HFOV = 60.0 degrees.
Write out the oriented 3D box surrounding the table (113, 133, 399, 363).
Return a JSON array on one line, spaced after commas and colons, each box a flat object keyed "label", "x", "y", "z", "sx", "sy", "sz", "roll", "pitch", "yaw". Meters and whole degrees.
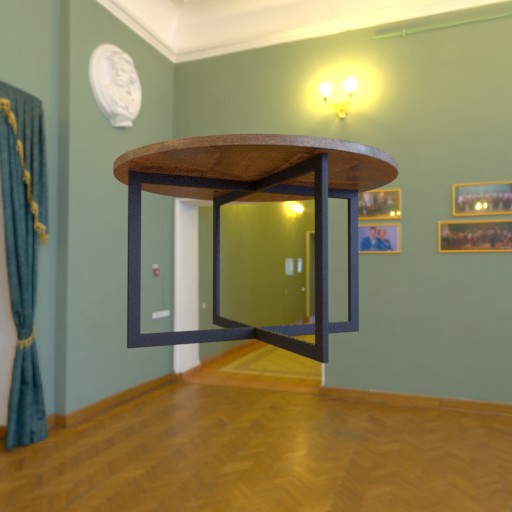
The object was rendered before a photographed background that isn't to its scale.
[{"label": "table", "x": 0.000, "y": 0.000, "z": 2.054, "sx": 1.264, "sy": 0.762, "sz": 1.264, "roll": 0, "pitch": -1, "yaw": 0}]
